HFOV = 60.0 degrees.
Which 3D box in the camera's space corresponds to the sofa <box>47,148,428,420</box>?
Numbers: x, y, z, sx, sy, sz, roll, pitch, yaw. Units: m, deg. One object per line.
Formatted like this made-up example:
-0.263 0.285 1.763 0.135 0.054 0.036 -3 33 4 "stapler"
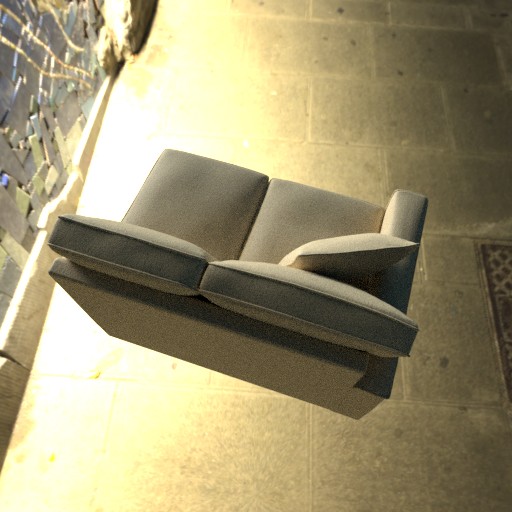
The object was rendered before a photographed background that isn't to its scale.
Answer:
0.000 0.000 2.082 1.388 0.989 0.991 16 63 9 "sofa"
